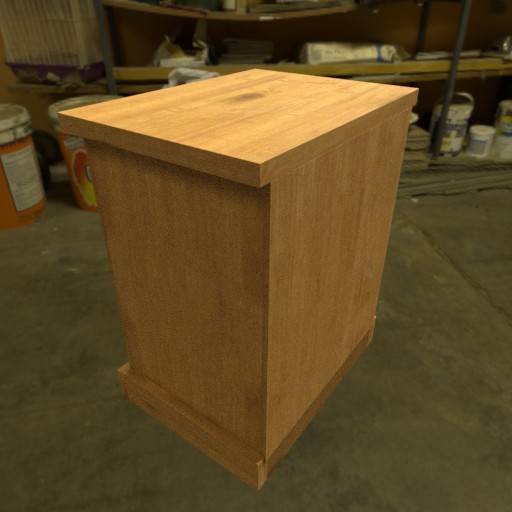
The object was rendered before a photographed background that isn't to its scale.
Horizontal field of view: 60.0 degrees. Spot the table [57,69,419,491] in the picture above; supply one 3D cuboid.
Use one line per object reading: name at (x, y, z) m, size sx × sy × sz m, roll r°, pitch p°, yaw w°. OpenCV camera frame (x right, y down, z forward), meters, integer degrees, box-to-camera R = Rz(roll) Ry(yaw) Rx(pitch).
table at (0.000, 0.000, 1.191) m, size 0.500 × 0.813 × 0.660 m, roll 21°, pitch 37°, yaw 30°
